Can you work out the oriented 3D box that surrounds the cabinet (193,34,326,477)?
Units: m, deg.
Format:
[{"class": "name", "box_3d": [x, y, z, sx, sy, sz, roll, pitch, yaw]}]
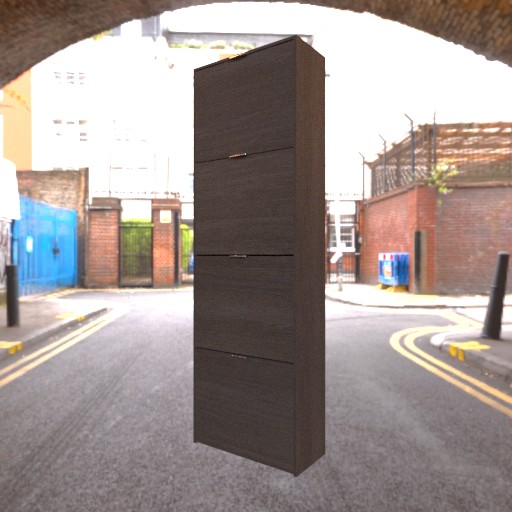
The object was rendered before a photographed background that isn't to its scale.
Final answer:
[{"class": "cabinet", "box_3d": [0.000, 0.000, 1.869, 0.520, 1.630, 0.255, 0, 0, 36]}]
